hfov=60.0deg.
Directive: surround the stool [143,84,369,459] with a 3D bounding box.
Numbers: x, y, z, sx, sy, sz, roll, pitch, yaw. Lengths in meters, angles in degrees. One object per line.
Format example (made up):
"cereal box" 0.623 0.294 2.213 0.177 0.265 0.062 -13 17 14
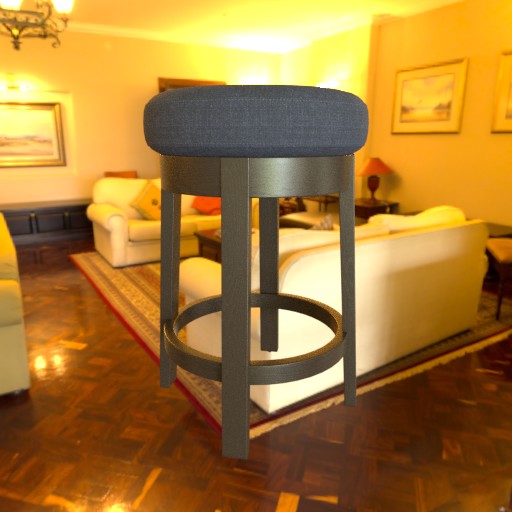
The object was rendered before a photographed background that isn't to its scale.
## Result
"stool" 0.000 0.000 0.937 0.449 0.655 0.449 0 15 0
